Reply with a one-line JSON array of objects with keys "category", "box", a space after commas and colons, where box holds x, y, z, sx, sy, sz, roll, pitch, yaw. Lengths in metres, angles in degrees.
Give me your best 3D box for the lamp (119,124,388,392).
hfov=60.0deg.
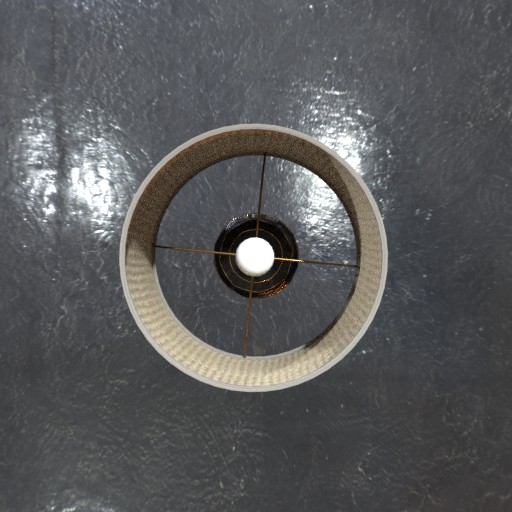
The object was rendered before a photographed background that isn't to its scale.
[{"category": "lamp", "box": [0.000, 0.000, 0.831, 0.376, 0.594, 0.376, 0, 91, 1]}]
